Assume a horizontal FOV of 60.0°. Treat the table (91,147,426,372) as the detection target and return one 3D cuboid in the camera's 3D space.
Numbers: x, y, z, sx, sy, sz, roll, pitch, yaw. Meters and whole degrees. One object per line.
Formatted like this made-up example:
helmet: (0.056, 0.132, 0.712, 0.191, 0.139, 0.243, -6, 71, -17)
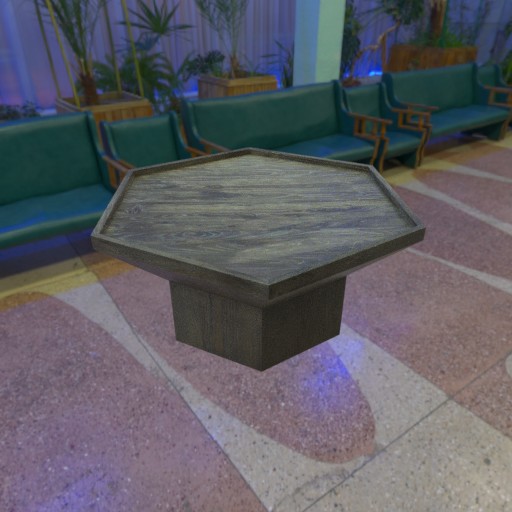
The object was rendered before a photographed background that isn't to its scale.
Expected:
table: (0.000, 0.000, 1.635, 1.115, 0.488, 0.966, -18, 35, -28)
